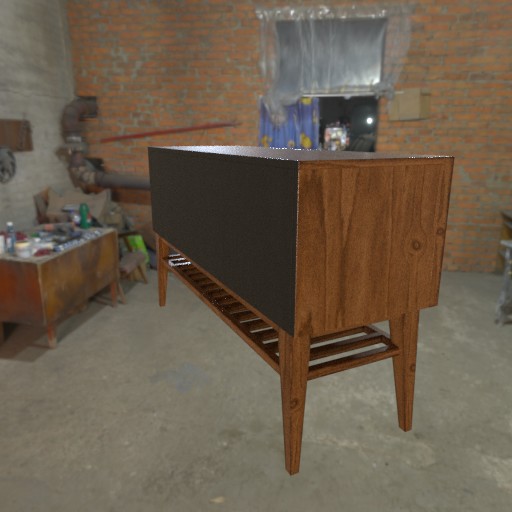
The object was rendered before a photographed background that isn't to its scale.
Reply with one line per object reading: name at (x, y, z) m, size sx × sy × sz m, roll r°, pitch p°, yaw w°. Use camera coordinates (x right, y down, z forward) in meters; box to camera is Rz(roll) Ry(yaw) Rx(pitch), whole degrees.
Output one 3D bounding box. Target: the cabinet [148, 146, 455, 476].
cabinet at (0.000, 0.000, 1.725) m, size 0.477 × 0.802 × 1.363 m, roll -7°, pitch 17°, yaw -25°
